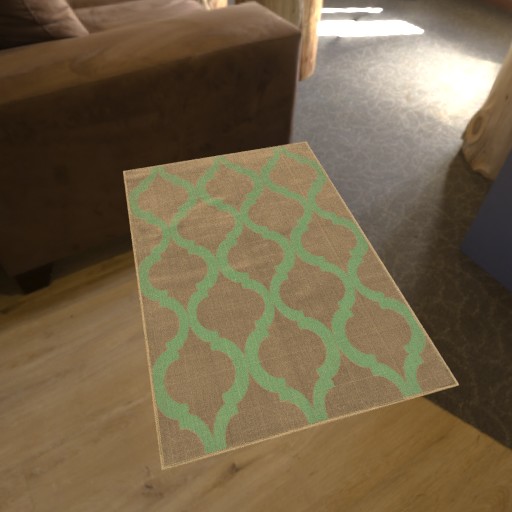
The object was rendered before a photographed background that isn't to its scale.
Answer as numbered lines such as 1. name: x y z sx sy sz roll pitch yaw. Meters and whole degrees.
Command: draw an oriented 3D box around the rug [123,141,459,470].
1. rug: 0.000 0.000 2.876 1.524 0.006 2.286 -12 49 -10
